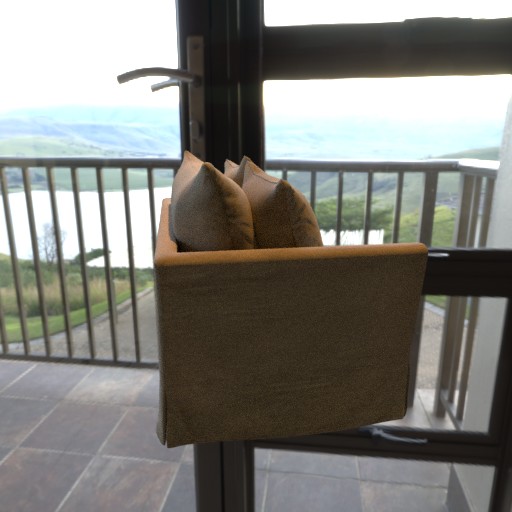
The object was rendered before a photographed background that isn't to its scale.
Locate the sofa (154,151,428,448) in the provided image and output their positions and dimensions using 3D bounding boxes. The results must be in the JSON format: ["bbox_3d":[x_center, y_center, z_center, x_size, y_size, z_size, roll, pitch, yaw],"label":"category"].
[{"bbox_3d":[0.000,0.000,2.308,1.035,1.040,1.608,-3,15,-10],"label":"sofa"}]
